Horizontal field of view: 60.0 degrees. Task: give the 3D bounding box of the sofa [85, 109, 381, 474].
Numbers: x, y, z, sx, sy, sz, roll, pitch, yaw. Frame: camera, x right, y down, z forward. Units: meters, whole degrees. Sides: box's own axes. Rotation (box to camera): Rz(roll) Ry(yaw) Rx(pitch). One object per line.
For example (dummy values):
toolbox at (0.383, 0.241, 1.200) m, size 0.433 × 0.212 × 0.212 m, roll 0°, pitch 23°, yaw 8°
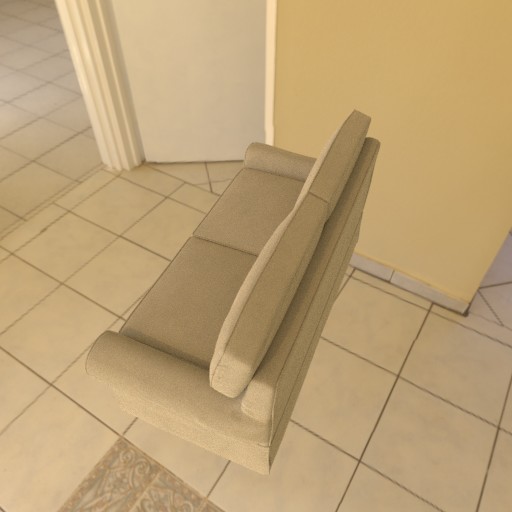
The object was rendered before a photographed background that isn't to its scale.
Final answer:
sofa at (0.000, 0.000, 2.325) m, size 0.841 × 1.024 × 1.823 m, roll 17°, pitch 49°, yaw 16°
